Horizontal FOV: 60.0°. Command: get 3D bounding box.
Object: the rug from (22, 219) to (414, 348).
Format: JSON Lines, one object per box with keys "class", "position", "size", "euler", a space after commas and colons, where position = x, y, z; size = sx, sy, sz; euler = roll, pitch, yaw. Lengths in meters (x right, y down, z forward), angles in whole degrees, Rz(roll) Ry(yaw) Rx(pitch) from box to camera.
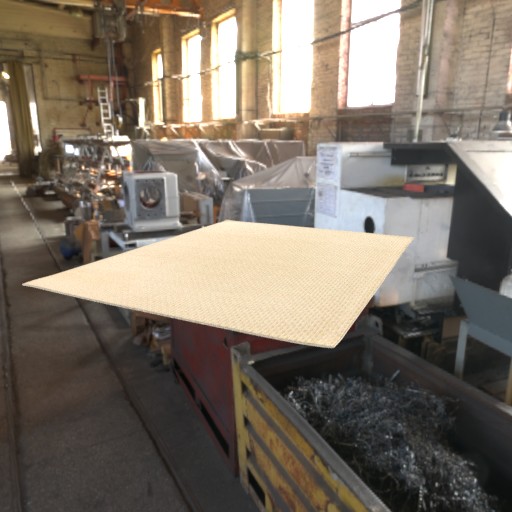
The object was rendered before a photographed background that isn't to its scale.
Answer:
{"class": "rug", "position": [0.000, 0.000, 3.896], "size": [2.277, 0.035, 2.897], "euler": [7, 16, 25]}
